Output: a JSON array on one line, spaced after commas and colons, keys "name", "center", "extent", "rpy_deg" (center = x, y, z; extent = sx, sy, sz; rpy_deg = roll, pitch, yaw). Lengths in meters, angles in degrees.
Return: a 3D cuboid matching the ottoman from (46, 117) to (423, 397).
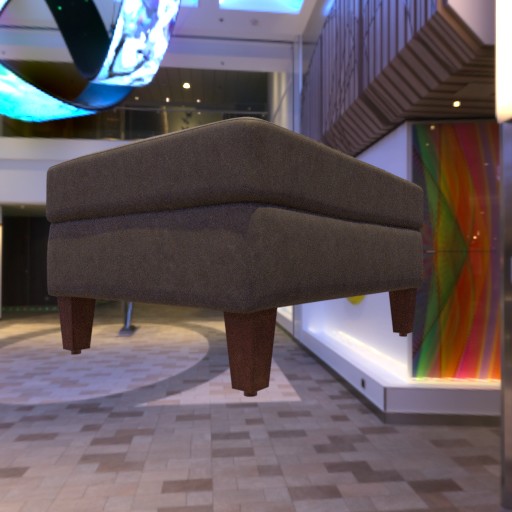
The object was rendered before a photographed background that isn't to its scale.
[{"name": "ottoman", "center": [0.000, 0.000, 1.171], "extent": [0.639, 0.464, 0.839], "rpy_deg": [-1, -1, 38]}]
